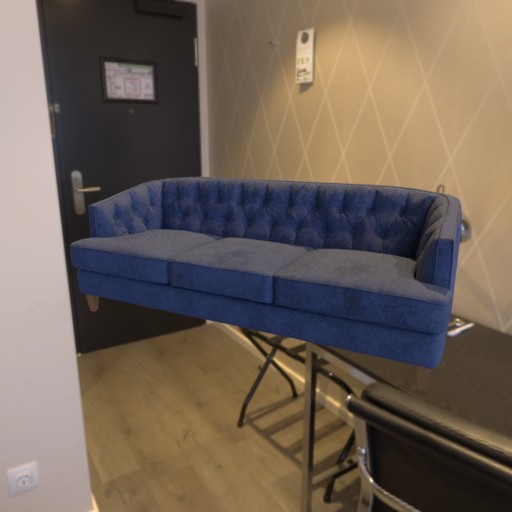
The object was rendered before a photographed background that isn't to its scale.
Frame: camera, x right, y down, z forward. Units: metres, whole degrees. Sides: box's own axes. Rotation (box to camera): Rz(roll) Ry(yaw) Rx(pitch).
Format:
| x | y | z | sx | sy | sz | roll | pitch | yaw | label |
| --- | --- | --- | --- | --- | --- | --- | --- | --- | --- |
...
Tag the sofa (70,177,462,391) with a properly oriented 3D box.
| x | y | z | sx | sy | sz | roll | pitch | yaw | label |
| --- | --- | --- | --- | --- | --- | --- | --- | --- | --- |
| 0.000 | 0.000 | 2.731 | 2.278 | 0.855 | 0.941 | 8 | 17 | 26 | sofa |
